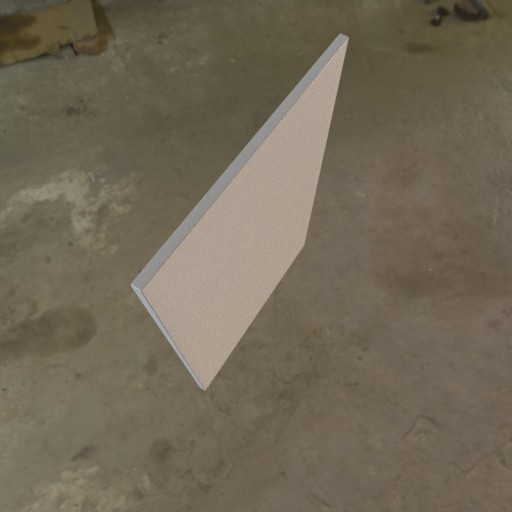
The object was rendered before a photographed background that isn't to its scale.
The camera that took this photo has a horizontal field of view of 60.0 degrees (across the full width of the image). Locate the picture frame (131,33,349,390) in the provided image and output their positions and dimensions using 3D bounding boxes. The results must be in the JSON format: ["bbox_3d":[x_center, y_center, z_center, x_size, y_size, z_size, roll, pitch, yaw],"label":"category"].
[{"bbox_3d":[0.000,0.000,0.690,0.012,0.534,0.381,30,68,14],"label":"picture frame"}]
